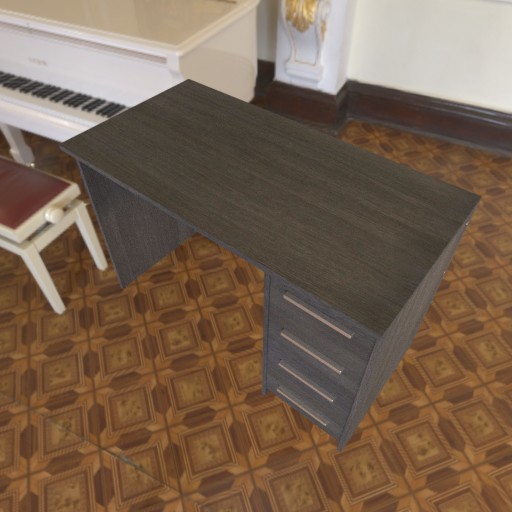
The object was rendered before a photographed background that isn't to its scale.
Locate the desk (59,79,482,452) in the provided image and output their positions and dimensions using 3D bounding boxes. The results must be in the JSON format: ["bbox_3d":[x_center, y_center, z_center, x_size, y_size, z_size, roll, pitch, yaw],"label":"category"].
[{"bbox_3d":[0.000,0.000,1.530,1.096,0.730,0.560,30,54,25],"label":"desk"}]
